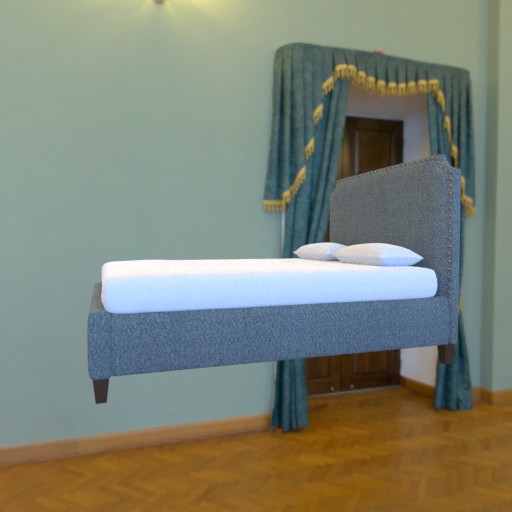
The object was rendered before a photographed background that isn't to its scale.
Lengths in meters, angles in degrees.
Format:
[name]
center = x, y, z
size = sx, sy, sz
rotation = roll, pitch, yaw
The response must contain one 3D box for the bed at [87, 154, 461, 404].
[bed]
center = 0.000, 0.000, 3.393
size = 2.372, 1.443, 1.712
rotation = -1, 2, -19
